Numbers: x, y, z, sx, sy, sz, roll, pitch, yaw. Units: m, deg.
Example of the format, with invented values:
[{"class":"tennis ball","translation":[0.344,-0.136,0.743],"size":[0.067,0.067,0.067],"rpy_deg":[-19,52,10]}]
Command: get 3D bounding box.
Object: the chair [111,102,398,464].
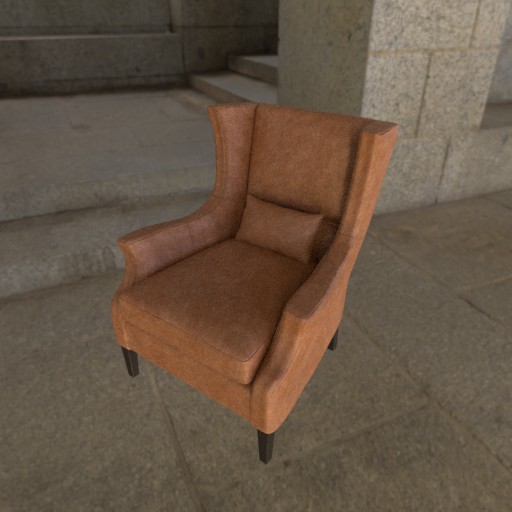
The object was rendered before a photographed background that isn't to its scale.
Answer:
[{"class":"chair","translation":[0.000,0.000,1.757],"size":[0.853,1.016,0.926],"rpy_deg":[20,35,31]}]
